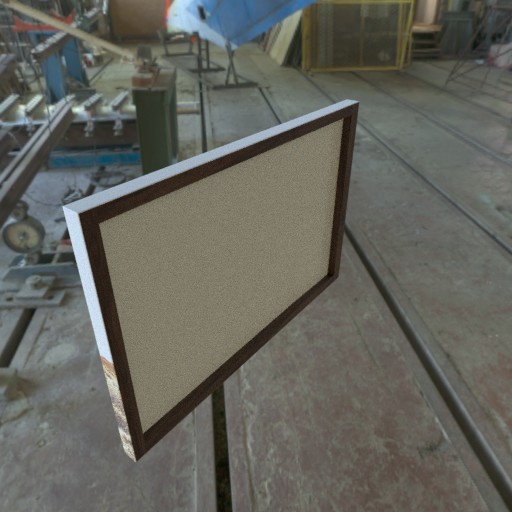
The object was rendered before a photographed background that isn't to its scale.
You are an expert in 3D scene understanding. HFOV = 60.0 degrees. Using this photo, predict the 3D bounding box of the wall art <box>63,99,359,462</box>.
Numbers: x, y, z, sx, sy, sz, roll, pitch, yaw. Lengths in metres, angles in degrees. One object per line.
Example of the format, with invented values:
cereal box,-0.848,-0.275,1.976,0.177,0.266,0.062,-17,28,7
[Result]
wall art,0.000,0.000,1.413,0.051,0.761,1.138,22,38,31
